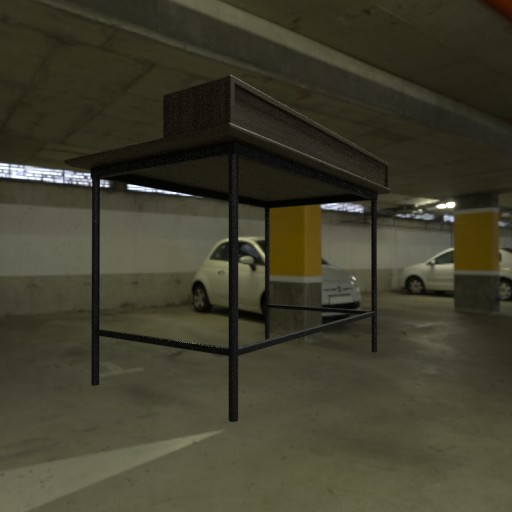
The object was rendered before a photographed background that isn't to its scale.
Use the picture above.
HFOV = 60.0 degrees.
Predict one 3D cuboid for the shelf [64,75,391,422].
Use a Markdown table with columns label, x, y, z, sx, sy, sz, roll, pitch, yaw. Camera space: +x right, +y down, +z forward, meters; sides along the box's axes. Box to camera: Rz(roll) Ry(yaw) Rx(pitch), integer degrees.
| label | x | y | z | sx | sy | sz | roll | pitch | yaw |
| --- | --- | --- | --- | --- | --- | --- | --- | --- | --- |
| shelf | 0.000 | 0.000 | 1.750 | 0.685 | 0.865 | 1.212 | 0 | -1 | 35 |
